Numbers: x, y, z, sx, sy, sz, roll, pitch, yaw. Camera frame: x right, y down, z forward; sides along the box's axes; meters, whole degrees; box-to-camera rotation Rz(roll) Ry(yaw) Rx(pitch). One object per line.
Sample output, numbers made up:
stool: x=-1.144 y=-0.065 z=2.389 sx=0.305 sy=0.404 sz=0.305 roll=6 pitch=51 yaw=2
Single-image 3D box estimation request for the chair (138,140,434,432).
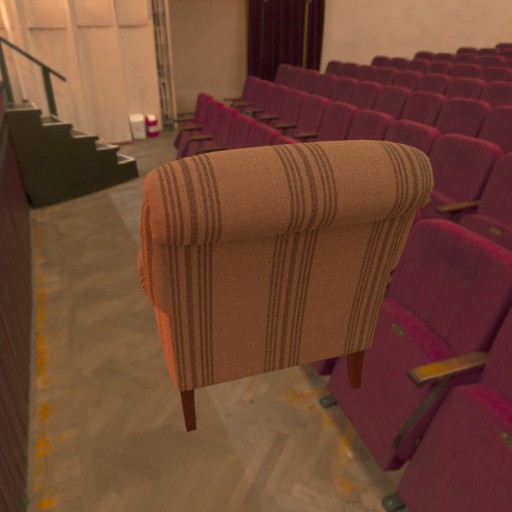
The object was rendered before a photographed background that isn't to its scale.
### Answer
chair: x=0.000 y=0.000 z=1.598 sx=0.813 sy=0.940 sz=0.914 roll=-9 pitch=28 yaw=-16
